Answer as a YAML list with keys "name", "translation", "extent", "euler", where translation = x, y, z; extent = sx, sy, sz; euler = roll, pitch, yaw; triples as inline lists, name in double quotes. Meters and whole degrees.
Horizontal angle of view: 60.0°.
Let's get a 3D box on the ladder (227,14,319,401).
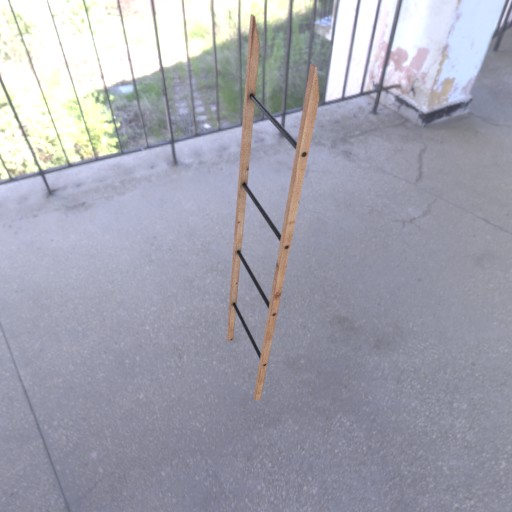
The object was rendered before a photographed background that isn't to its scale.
- name: "ladder"
  translation: [0.000, 0.000, 1.942]
  extent: [0.200, 1.805, 0.442]
  euler: [-17, 49, -16]
